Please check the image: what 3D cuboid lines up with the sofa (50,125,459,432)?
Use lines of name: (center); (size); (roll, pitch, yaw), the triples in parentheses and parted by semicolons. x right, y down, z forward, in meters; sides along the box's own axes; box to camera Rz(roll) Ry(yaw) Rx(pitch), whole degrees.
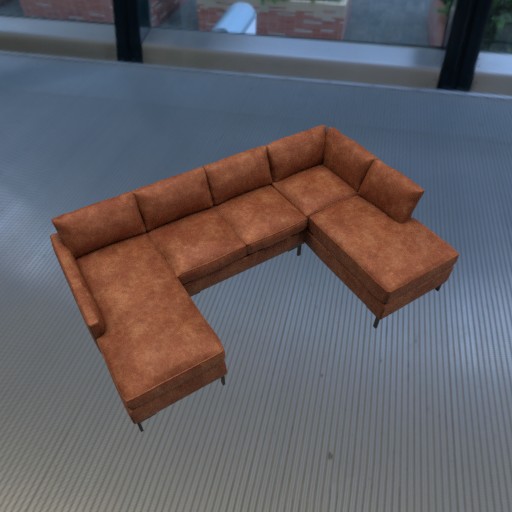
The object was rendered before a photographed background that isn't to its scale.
sofa: (0.000, 0.000, 3.863); (2.956, 0.900, 1.939); (-24, 51, -21)
